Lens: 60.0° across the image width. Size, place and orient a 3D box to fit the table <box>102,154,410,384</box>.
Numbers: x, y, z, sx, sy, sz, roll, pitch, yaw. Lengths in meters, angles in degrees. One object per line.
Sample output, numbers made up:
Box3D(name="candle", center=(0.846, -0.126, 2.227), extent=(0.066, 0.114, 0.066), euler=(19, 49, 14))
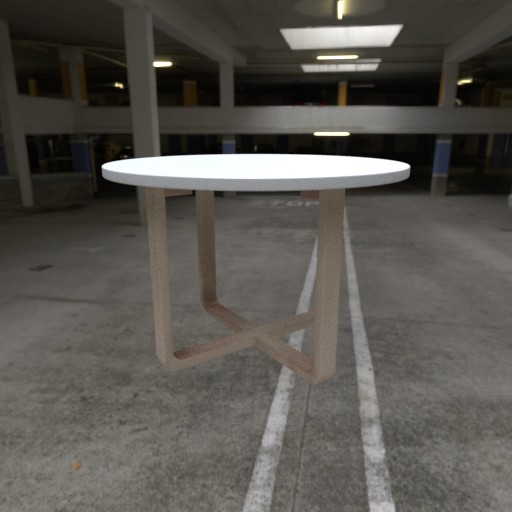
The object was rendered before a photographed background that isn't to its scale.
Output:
Box3D(name="table", center=(0.000, 0.000, 0.964), extent=(0.600, 0.400, 0.600), euler=(0, 16, 0))
